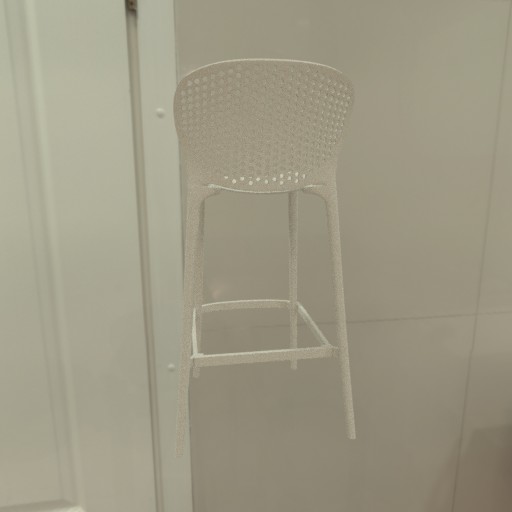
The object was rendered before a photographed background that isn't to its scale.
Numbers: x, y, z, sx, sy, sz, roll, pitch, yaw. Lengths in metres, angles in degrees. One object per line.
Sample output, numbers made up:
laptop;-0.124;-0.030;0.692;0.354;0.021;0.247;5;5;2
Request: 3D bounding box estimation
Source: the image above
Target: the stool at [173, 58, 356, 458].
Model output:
stool;0.000;0.000;1.384;0.536;1.045;0.535;-2;13;-9
